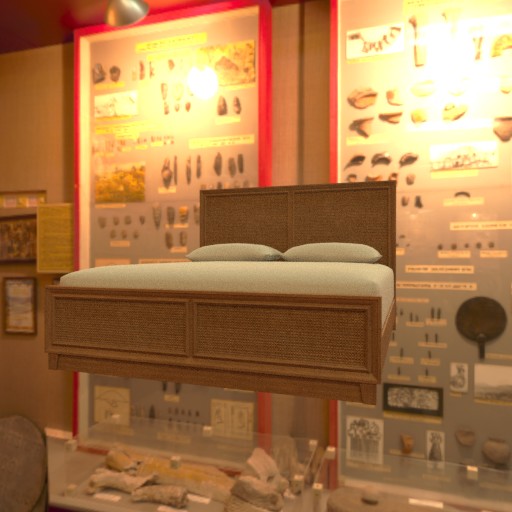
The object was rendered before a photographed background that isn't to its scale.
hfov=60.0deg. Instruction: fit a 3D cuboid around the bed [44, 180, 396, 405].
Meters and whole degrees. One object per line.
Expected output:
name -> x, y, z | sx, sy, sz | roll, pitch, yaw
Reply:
bed -> 0.000, 0.000, 3.432 | 2.003, 1.387, 2.184 | 0, 1, 19
